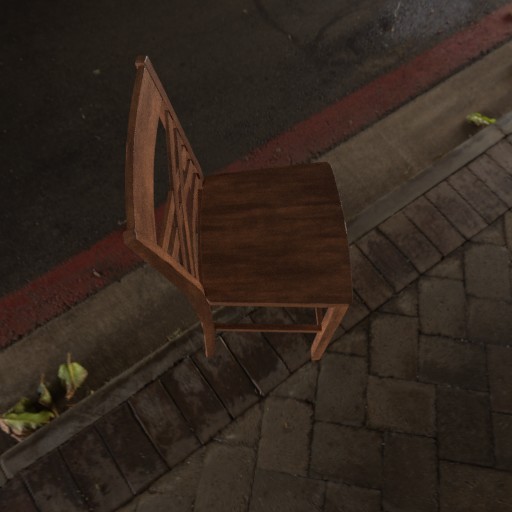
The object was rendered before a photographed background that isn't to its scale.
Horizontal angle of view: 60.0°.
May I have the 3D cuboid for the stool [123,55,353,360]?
[{"bbox_3d":[0.000,0.000,1.327,0.487,1.105,0.433,-3,65,-1],"label":"stool"}]
